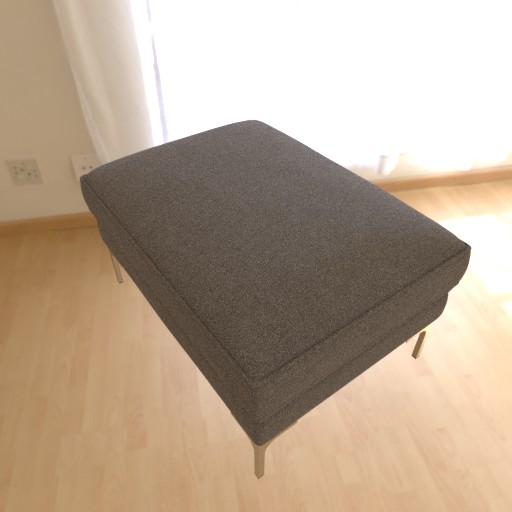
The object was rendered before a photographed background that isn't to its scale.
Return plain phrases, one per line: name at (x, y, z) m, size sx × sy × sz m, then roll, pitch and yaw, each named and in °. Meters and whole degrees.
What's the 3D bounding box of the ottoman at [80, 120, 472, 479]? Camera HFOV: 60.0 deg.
ottoman at (0.000, 0.000, 1.140) m, size 0.583 × 0.464 × 0.785 m, roll -26°, pitch 48°, yaw -26°
